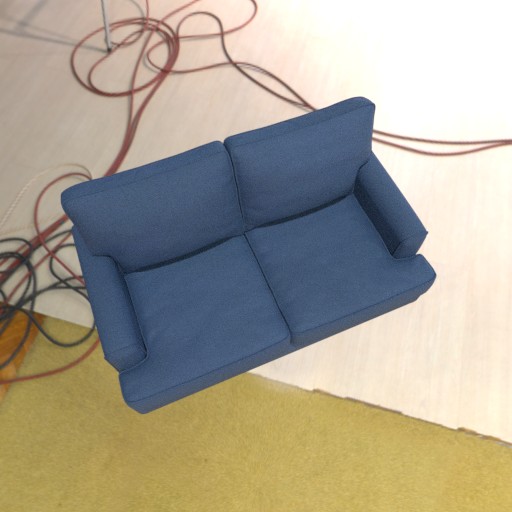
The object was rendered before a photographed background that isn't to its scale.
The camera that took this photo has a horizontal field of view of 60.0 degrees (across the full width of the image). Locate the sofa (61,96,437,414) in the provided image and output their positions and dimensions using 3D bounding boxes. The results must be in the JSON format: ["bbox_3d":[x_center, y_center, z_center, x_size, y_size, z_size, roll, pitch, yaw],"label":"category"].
[{"bbox_3d":[0.000,0.000,2.256,1.651,0.965,0.965,-20,64,-10],"label":"sofa"}]
